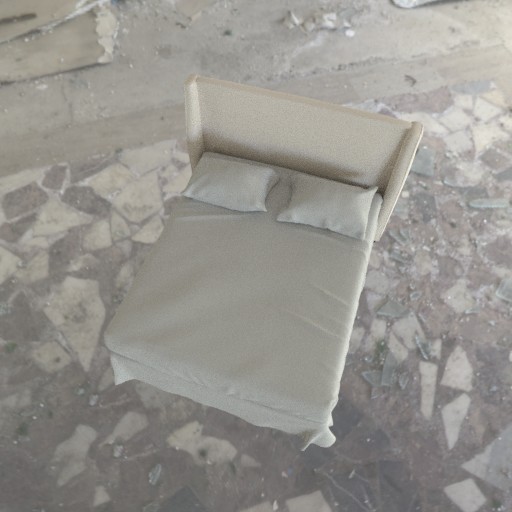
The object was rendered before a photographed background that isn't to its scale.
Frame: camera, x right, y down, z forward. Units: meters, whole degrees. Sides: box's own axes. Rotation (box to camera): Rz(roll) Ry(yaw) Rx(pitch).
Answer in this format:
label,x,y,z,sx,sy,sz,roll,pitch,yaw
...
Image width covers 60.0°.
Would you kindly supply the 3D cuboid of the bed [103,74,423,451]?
label,x,y,z,sx,sy,sz,roll,pitch,yaw
bed,0.000,0.000,3.455,1.925,1.332,2.276,16,59,10
